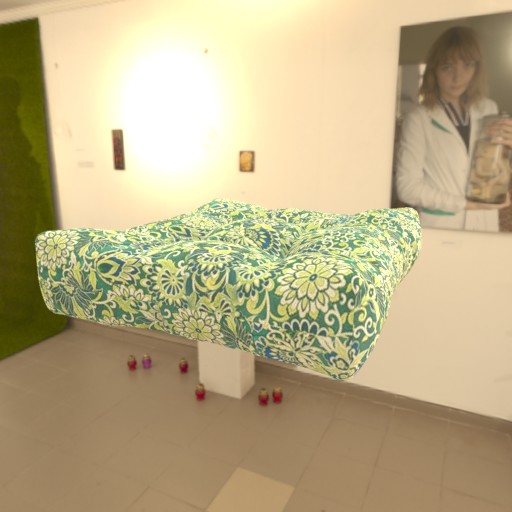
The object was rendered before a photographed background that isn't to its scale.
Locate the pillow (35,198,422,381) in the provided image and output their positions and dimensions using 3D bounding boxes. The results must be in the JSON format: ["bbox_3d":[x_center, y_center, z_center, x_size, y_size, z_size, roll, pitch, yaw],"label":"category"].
[{"bbox_3d":[0.000,0.000,0.719,0.468,0.128,0.490,7,16,25],"label":"pillow"}]
